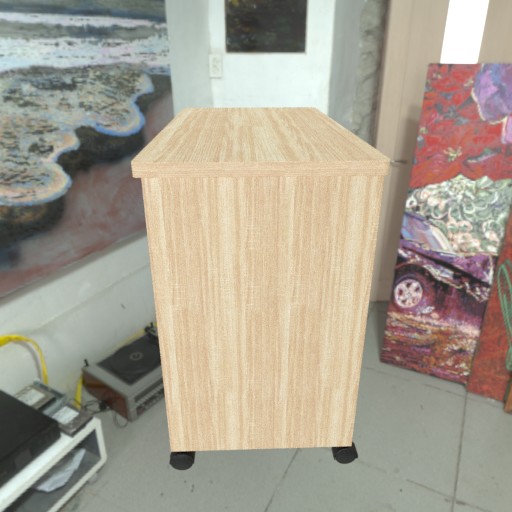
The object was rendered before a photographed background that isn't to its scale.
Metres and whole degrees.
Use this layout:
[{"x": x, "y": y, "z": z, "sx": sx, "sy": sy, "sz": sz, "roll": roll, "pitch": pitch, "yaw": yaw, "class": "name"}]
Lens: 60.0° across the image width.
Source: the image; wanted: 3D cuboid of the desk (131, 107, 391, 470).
[{"x": 0.000, "y": 0.000, "z": 1.349, "sx": 0.480, "sy": 0.770, "sz": 0.884, "roll": -1, "pitch": 24, "yaw": -2, "class": "desk"}]
